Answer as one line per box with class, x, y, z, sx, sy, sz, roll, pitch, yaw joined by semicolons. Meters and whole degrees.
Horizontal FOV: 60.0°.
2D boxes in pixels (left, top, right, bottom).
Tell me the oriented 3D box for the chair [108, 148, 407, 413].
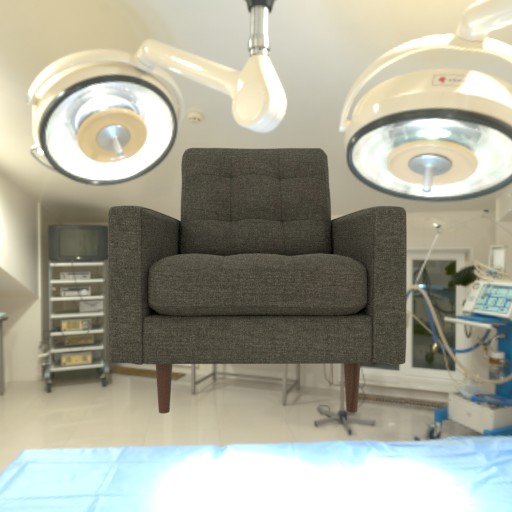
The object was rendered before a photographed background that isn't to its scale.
chair;0.000;0.000;1.586;0.821;0.880;0.843;0;1;-1
